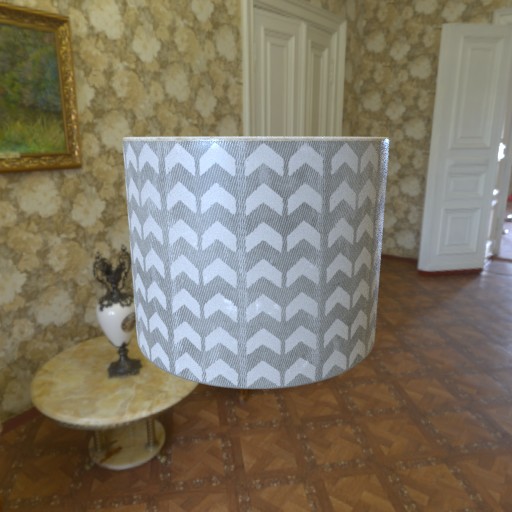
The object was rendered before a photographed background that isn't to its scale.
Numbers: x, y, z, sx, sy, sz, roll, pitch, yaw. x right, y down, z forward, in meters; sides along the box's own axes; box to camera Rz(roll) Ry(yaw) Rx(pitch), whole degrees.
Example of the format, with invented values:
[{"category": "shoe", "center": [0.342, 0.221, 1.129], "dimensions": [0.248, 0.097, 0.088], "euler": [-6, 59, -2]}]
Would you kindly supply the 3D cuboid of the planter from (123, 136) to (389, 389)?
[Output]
[{"category": "planter", "center": [0.000, 0.000, 0.462], "dimensions": [0.250, 0.239, 0.250], "euler": [0, 15, 0]}]
